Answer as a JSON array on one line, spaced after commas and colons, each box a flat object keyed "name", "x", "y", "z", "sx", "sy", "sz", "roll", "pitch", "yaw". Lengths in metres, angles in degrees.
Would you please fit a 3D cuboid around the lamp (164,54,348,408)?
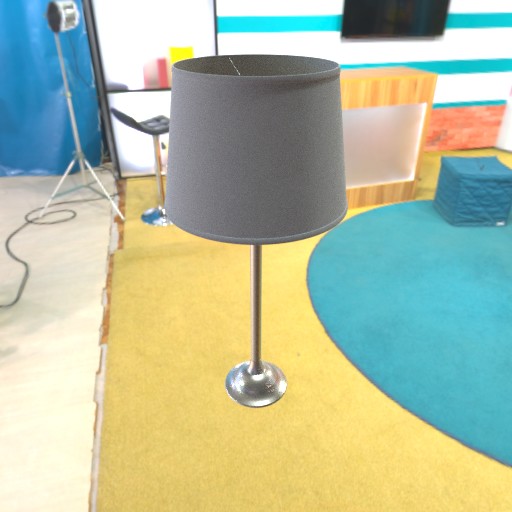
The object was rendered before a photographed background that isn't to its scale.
[{"name": "lamp", "x": 0.000, "y": 0.000, "z": 0.870, "sx": 0.331, "sy": 0.698, "sz": 0.331, "roll": 0, "pitch": 30, "yaw": 0}]
